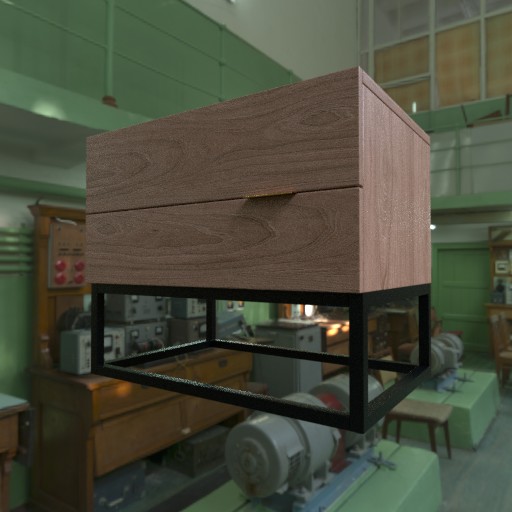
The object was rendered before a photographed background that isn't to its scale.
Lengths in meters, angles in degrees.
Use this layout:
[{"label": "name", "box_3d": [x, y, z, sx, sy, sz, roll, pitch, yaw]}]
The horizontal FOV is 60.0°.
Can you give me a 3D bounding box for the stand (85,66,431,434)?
[{"label": "stand", "box_3d": [0.000, 0.000, 0.922, 0.600, 0.500, 0.420, -1, -1, 34]}]
